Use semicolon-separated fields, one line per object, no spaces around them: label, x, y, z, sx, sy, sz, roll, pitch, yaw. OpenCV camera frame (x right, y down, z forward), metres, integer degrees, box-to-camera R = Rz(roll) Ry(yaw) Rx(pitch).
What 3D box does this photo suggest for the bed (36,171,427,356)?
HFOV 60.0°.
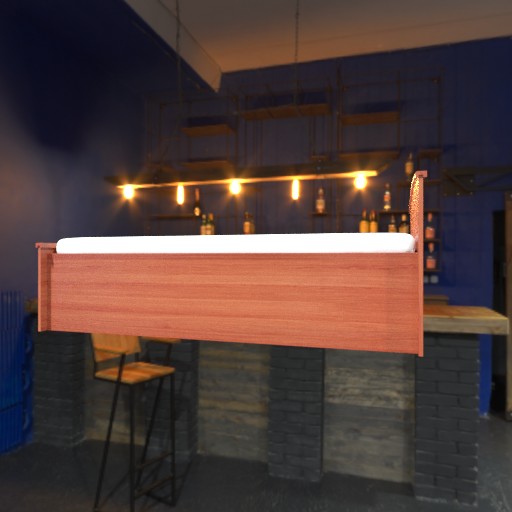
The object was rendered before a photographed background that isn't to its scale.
bed;0.000;0.000;2.970;2.053;0.848;1.683;0;0;18
